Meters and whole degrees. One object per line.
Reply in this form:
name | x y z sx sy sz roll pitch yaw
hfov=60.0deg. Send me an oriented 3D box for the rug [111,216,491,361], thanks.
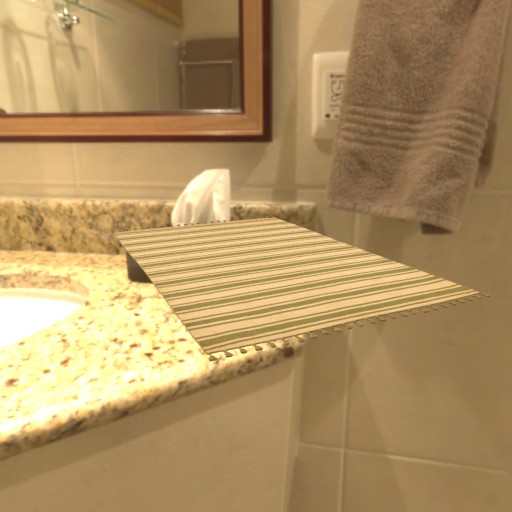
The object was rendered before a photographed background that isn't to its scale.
rug | 0.000 0.000 3.005 1.540 0.018 2.435 -8 18 -25
